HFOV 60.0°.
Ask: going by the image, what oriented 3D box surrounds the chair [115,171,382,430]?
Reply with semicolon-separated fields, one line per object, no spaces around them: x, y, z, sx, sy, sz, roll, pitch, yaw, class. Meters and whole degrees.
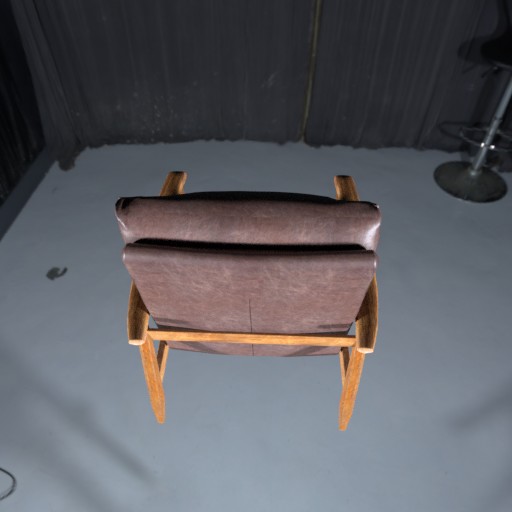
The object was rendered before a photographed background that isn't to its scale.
0.000;0.000;1.542;0.782;0.897;0.830;2;45;2;chair
